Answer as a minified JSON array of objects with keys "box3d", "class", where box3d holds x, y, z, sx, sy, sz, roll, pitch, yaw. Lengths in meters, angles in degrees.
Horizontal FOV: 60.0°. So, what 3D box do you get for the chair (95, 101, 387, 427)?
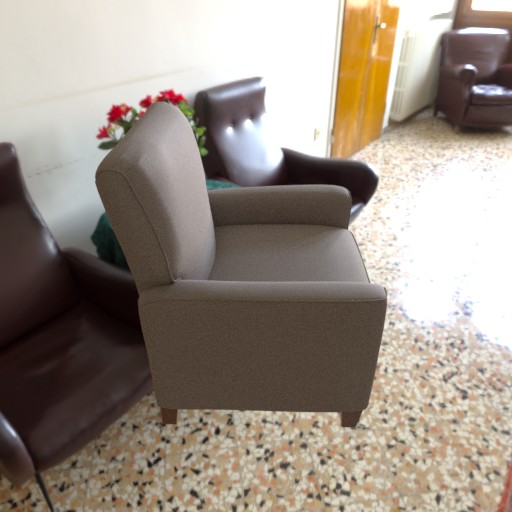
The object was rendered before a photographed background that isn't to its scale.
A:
[{"box3d":[0.000,0.000,1.688,0.859,1.023,0.845,1,33,1],"class":"chair"}]
